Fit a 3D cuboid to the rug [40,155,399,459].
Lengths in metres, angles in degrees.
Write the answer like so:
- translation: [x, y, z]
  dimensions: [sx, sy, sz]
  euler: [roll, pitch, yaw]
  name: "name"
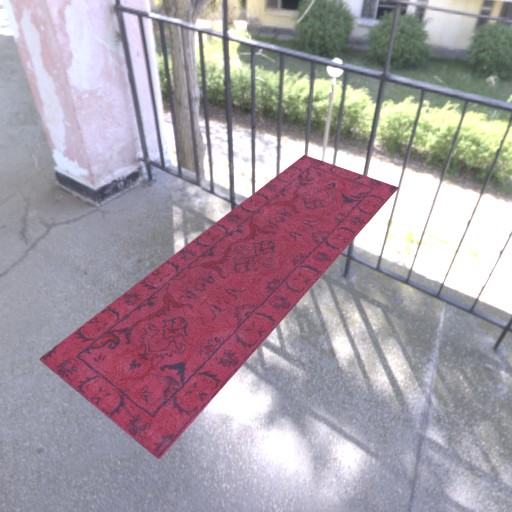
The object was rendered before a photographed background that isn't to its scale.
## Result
- translation: [0.000, 0.000, 2.691]
  dimensions: [0.813, 0.018, 2.439]
  euler: [26, 48, 26]
  name: "rug"
